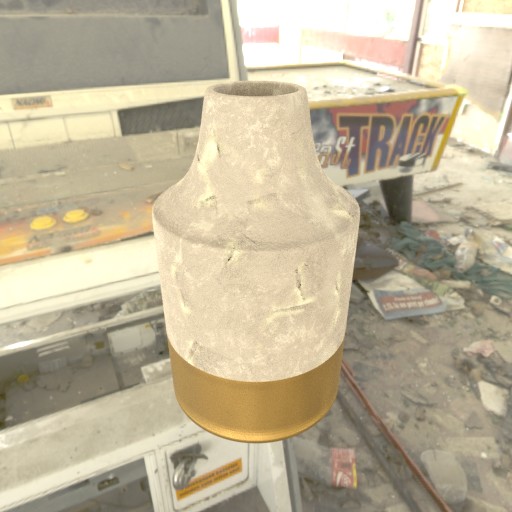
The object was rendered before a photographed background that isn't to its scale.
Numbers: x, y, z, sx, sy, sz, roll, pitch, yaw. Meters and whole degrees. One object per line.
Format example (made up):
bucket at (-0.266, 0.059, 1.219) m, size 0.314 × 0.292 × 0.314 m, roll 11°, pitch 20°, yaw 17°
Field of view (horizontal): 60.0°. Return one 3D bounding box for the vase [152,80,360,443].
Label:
vase at (0.000, 0.000, 0.424) m, size 0.184 × 0.305 × 0.184 m, roll 0°, pitch 30°, yaw 0°
